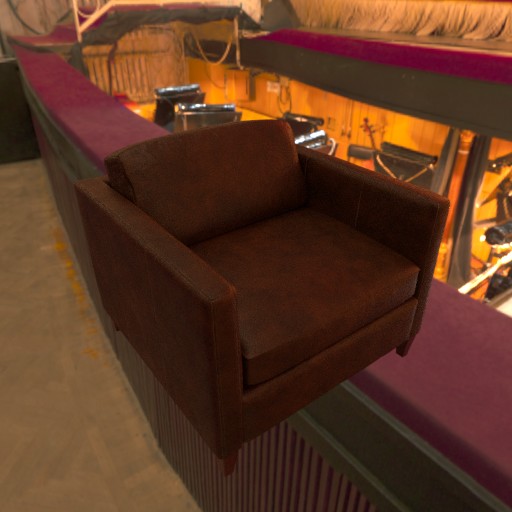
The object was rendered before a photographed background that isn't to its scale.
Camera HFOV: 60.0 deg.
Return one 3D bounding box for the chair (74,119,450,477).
[{"bbox_3d":[0.000,0.000,1.711,0.990,0.864,0.975,-21,36,-31],"label":"chair"}]
